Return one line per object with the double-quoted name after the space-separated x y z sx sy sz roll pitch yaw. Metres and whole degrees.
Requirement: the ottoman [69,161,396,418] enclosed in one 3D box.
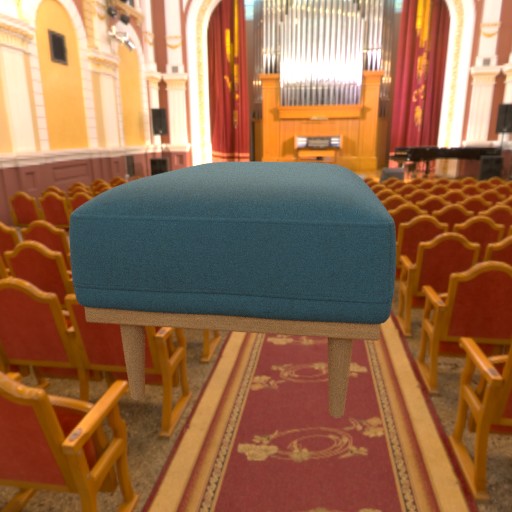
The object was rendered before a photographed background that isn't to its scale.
0.000 0.000 1.075 0.549 0.428 0.749 2 15 8 "ottoman"
